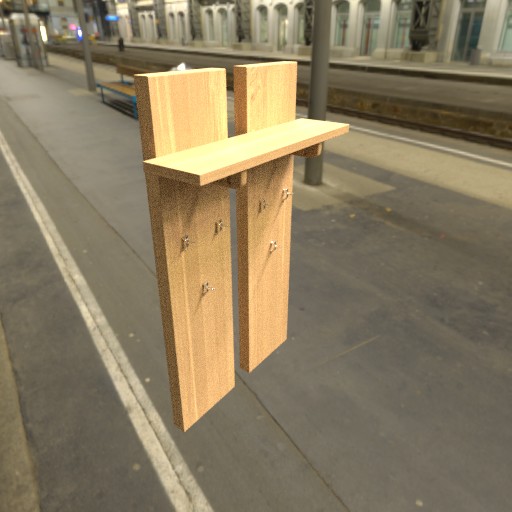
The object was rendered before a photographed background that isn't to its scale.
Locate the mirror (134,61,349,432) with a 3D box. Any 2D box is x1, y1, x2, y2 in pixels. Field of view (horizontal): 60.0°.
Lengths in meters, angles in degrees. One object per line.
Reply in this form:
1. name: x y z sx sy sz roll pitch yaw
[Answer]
1. mirror: 0.000 0.000 1.603 0.260 1.250 0.800 19 32 32
